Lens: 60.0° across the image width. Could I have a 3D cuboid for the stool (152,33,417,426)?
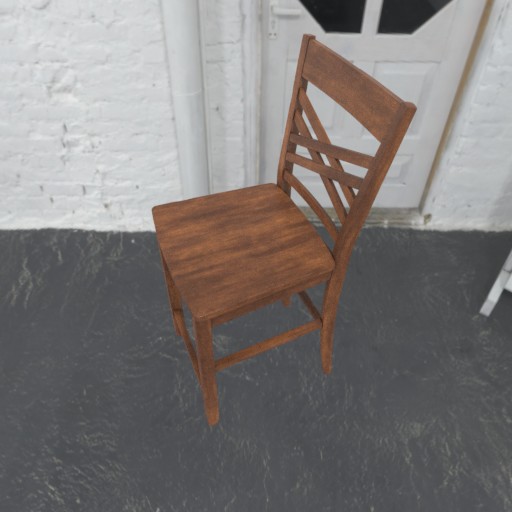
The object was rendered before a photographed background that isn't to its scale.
[{"bbox_3d":[0.000,0.000,1.351,0.539,1.079,0.462,-17,47,-16],"label":"stool"}]
